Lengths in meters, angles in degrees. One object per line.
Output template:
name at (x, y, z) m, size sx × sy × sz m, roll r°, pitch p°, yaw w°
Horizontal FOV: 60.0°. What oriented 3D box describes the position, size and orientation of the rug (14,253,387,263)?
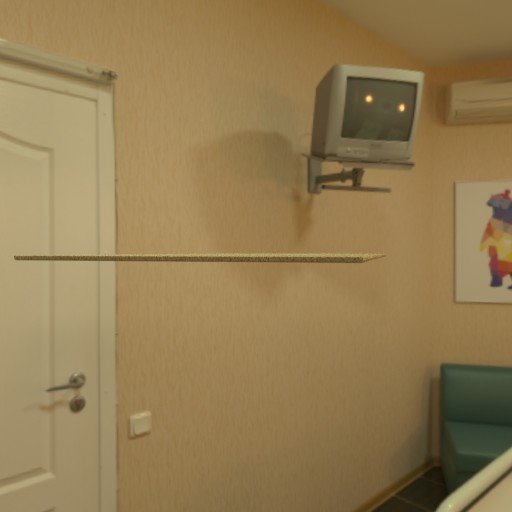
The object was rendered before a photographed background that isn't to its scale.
rug at (0.000, 0.000, 3.338) m, size 1.800 × 0.025 × 2.699 m, roll 0°, pitch 1°, yaw 18°
